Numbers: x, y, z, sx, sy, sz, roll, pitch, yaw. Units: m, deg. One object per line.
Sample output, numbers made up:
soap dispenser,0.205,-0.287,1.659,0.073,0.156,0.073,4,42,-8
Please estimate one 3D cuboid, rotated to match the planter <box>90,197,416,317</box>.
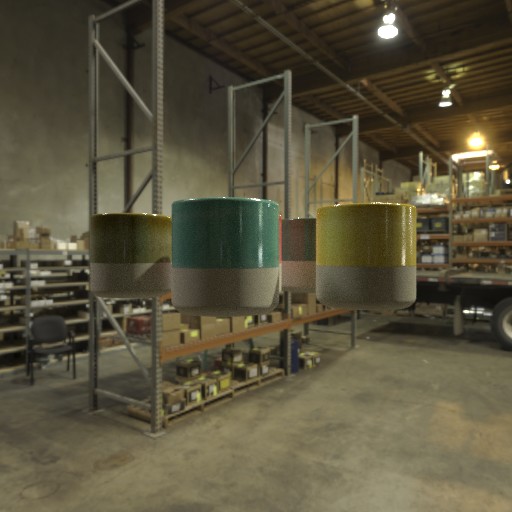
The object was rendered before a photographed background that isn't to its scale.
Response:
planter,0.000,0.000,0.408,0.286,0.075,0.257,0,1,35
